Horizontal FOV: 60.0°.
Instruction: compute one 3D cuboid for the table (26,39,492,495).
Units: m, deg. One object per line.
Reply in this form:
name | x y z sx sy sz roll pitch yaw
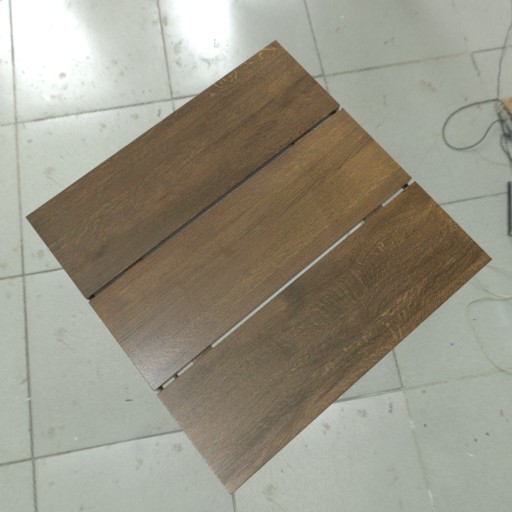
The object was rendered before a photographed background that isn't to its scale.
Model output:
table | 0.000 0.000 1.395 0.900 0.400 0.900 -39 79 -9
